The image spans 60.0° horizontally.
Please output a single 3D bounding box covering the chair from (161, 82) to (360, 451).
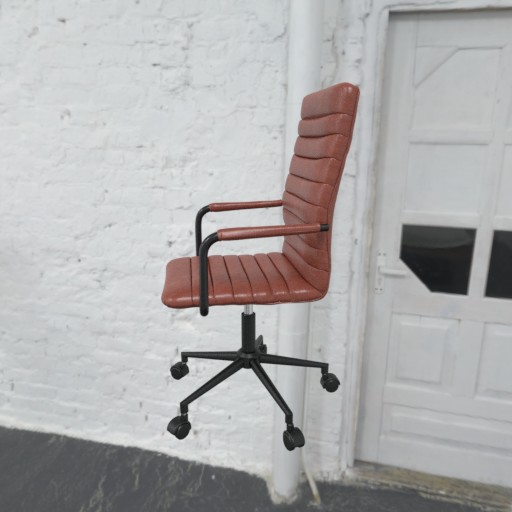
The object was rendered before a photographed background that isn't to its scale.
[{"bbox_3d":[0.000,0.000,1.372,0.580,0.979,0.608,-2,15,-8],"label":"chair"}]
